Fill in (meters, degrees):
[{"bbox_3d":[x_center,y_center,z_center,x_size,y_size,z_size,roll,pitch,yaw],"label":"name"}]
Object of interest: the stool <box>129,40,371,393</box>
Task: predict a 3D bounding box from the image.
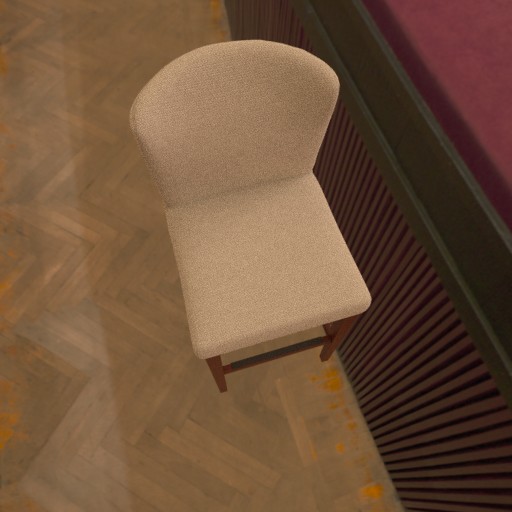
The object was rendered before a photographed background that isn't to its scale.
[{"bbox_3d":[0.000,0.000,1.343,0.481,1.069,0.568,-15,64,-8],"label":"stool"}]
